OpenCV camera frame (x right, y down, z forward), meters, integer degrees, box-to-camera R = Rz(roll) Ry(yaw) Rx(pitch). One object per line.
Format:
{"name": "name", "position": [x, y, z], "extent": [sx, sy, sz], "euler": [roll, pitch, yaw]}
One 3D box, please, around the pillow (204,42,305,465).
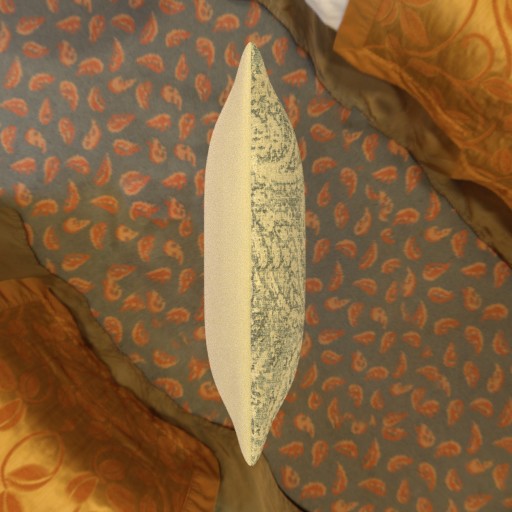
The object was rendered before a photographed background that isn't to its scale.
{"name": "pillow", "position": [0.000, 0.000, 0.789], "extent": [0.166, 0.510, 0.523], "euler": [0, 91, 0]}
